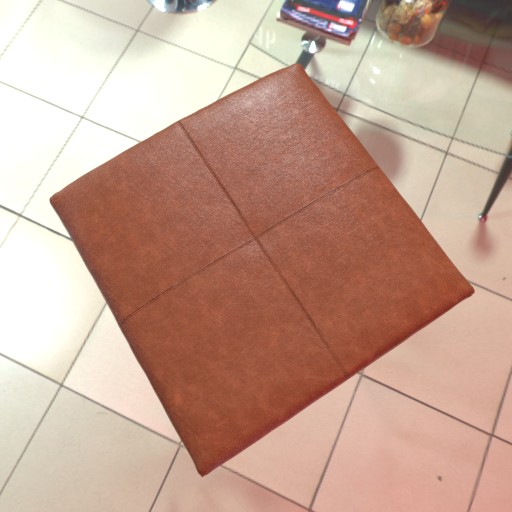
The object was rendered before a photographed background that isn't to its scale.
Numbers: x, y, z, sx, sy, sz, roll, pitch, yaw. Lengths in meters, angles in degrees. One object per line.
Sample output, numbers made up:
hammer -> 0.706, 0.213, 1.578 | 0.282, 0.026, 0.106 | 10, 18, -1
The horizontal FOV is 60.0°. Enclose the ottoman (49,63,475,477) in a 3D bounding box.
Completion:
ottoman -> 0.000, 0.000, 1.586 | 1.013, 0.442, 1.016 | -31, 77, -8
